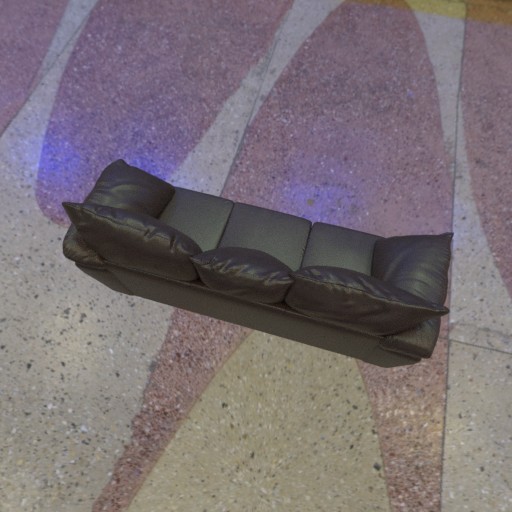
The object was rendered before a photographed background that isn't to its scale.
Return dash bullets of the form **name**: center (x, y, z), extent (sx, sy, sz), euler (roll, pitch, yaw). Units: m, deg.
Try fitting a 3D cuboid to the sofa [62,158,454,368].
- **sofa**: center (0.000, 0.000, 2.951), extent (2.390, 1.091, 0.907), euler (15, 63, 8)
